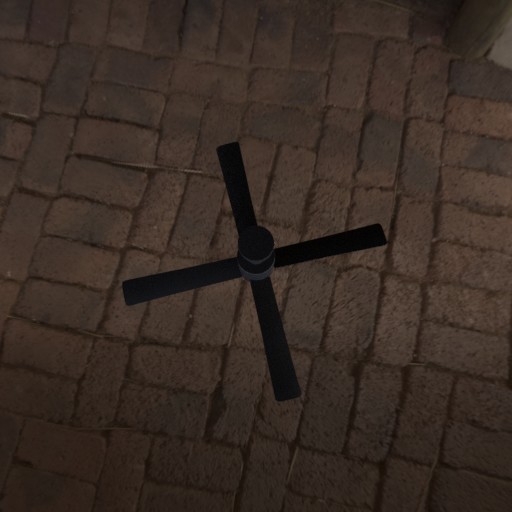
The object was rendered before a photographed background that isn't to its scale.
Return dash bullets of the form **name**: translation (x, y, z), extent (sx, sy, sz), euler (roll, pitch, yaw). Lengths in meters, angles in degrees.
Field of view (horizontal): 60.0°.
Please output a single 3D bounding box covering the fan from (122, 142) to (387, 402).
- **fan**: translation (0.000, 0.000, 2.348), extent (1.525, 0.534, 1.525), euler (-12, 77, -3)
